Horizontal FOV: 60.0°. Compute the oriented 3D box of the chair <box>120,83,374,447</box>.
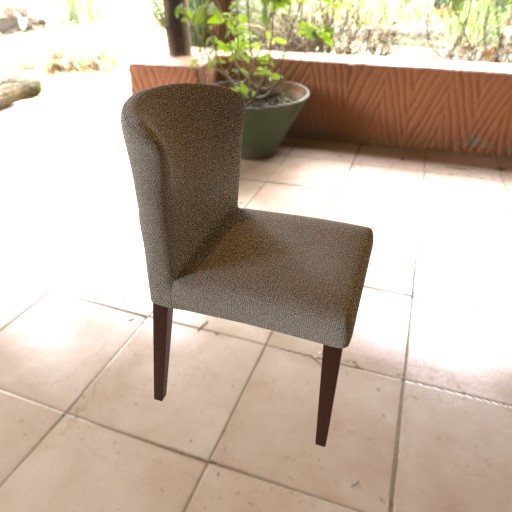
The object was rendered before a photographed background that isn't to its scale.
[{"bbox_3d":[0.000,0.000,1.210,0.589,0.839,0.491,10,33,16],"label":"chair"}]
